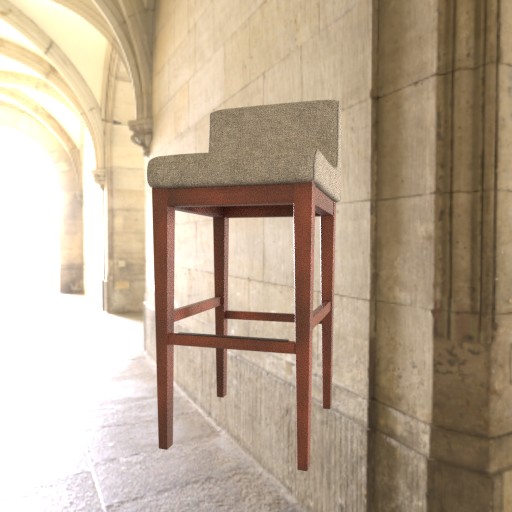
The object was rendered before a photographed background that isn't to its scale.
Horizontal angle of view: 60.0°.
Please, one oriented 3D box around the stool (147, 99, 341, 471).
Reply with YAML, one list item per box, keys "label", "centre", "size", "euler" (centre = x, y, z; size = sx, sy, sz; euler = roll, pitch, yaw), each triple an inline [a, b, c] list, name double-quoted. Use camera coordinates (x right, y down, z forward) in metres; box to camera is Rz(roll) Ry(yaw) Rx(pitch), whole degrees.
- label: "stool"
  centre: [0.000, 0.000, 1.258]
  size: [0.426, 0.965, 0.499]
  euler: [1, 2, 17]
